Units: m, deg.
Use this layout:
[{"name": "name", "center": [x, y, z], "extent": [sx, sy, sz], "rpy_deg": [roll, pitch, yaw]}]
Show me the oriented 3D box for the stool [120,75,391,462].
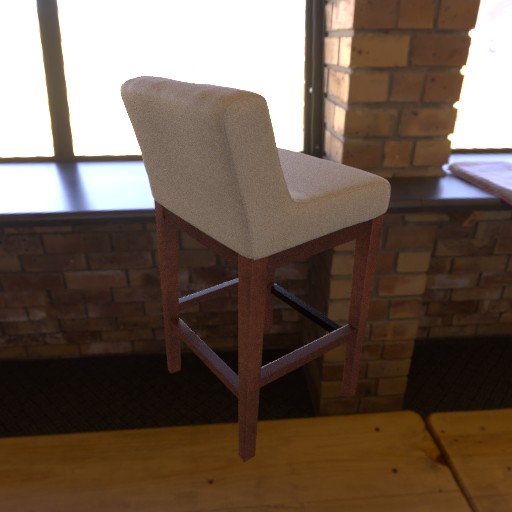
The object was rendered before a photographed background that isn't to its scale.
[{"name": "stool", "center": [0.000, 0.000, 1.246], "extent": [0.500, 0.937, 0.511], "rpy_deg": [-18, 31, -32]}]
